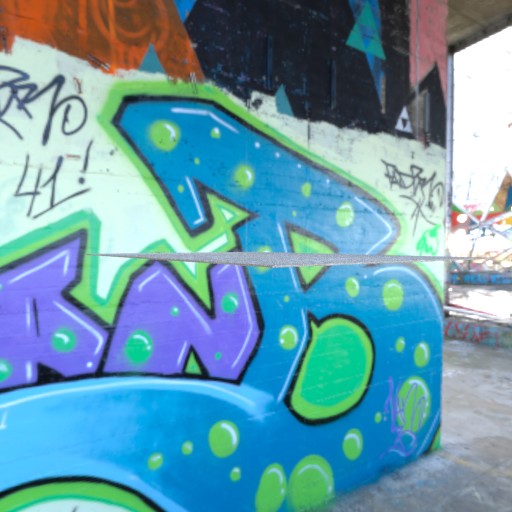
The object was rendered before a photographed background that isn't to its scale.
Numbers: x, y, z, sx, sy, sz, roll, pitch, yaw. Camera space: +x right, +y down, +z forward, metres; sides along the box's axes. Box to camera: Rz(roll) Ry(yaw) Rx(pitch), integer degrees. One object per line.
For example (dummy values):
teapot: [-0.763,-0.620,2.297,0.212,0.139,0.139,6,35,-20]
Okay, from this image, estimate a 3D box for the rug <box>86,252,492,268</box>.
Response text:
rug: [0.000,0.000,2.312,1.221,0.006,1.827,-1,2,-36]
